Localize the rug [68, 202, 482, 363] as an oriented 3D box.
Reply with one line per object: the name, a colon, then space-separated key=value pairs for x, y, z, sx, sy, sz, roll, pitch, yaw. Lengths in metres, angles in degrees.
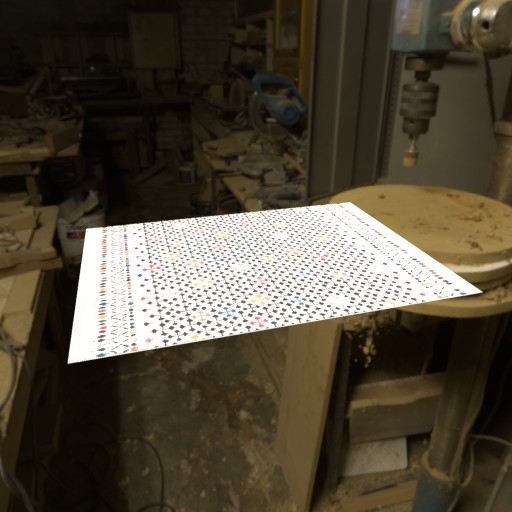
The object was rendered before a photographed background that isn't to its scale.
rug: x=0.000 y=0.000 z=4.258 sx=3.196 sy=0.007 sz=2.354 roll=-7 pitch=27 yaw=-15
